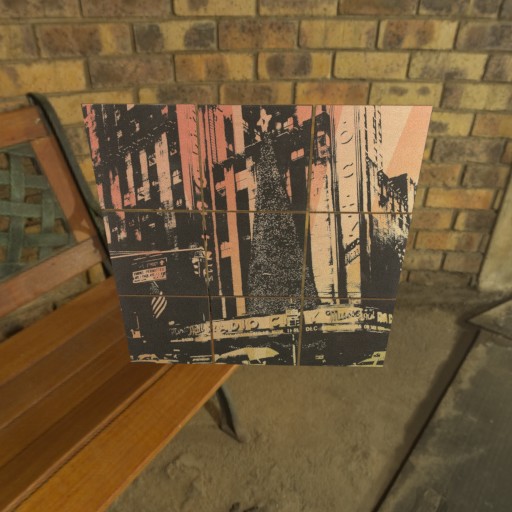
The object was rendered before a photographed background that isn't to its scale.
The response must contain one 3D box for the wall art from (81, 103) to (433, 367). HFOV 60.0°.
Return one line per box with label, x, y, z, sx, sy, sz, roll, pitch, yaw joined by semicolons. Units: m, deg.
wall art;0.000;0.000;1.389;0.919;0.917;0.010;1;30;1
